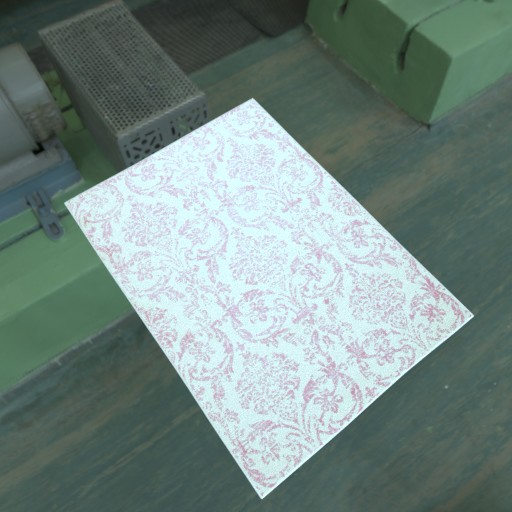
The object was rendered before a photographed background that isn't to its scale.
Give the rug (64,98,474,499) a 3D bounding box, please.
[{"bbox_3d":[0.000,0.000,2.818,1.598,0.014,2.202,-34,68,-15],"label":"rug"}]
